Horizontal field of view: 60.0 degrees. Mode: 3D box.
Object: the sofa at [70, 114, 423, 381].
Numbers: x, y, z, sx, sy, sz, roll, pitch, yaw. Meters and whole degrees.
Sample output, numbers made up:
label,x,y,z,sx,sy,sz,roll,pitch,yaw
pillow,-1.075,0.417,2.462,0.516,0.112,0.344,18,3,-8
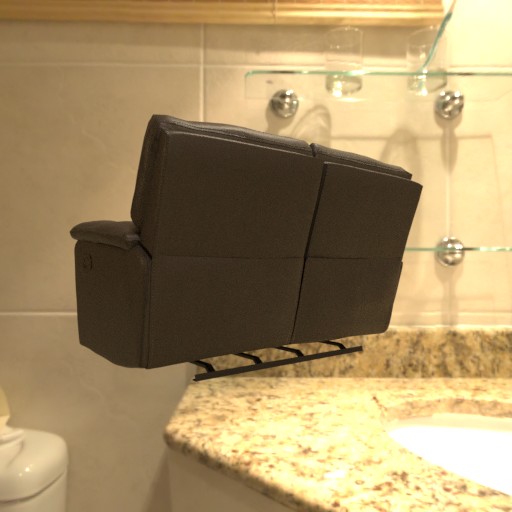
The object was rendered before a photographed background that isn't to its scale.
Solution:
label,x,y,z,sx,sy,sz,roll,pitch,yaw
sofa,0.000,0.000,2.473,1.765,1.111,1.104,1,-1,-38
